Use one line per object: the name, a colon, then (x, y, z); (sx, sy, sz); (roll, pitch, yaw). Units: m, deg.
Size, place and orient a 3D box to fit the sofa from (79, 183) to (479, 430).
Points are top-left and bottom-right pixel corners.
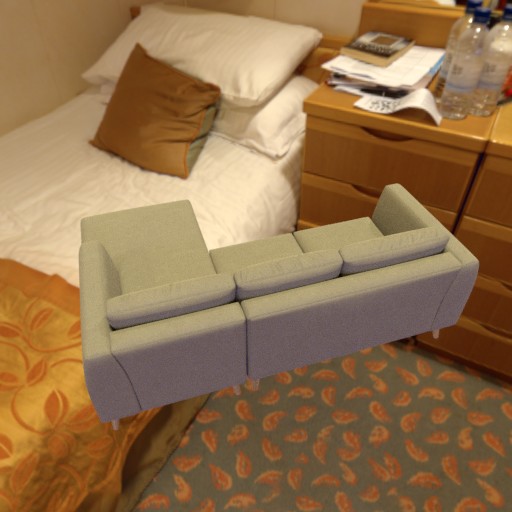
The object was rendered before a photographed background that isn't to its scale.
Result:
sofa: (0.000, 0.000, 3.051); (2.300, 0.860, 1.580); (-12, 43, -13)
